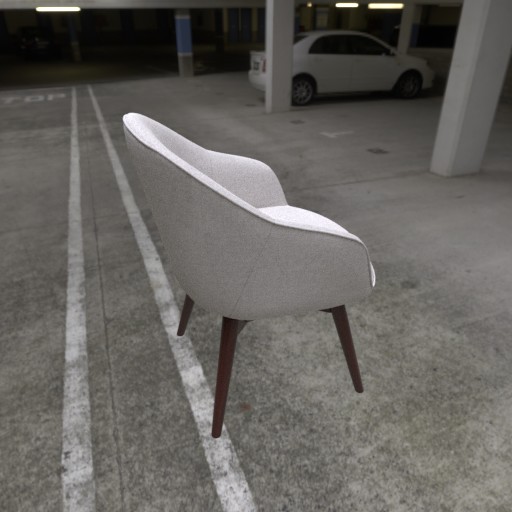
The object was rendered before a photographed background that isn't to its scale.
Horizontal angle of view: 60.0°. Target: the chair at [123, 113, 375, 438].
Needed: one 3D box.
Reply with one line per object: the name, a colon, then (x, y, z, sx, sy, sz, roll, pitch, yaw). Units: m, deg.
chair: (0.000, 0.000, 1.289, 0.635, 0.823, 0.596, -11, 31, -18)
